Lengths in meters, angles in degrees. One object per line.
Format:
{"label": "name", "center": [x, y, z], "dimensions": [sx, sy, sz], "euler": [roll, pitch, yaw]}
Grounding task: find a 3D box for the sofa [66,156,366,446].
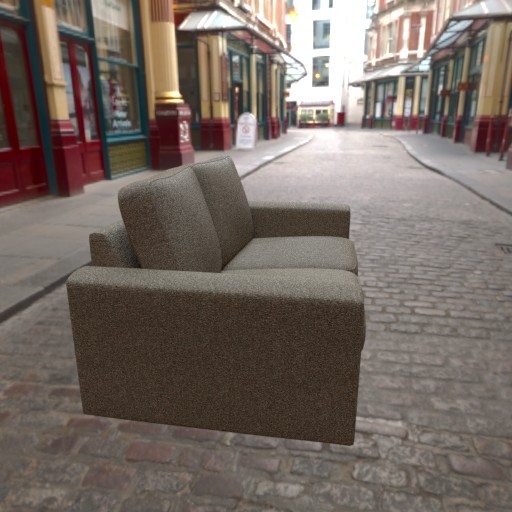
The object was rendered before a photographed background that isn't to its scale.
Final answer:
{"label": "sofa", "center": [0.000, 0.000, 2.182], "dimensions": [1.016, 0.873, 1.616], "euler": [3, 17, 9]}
